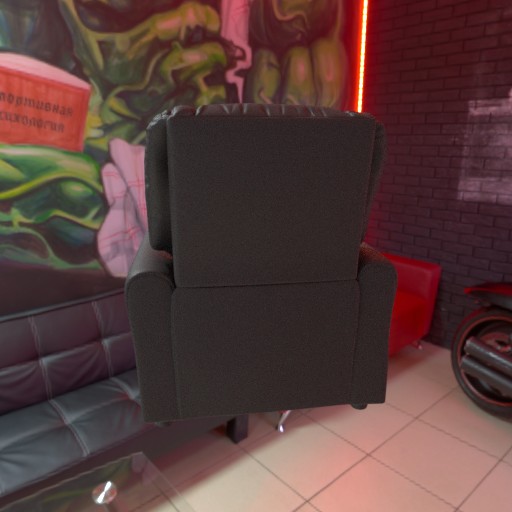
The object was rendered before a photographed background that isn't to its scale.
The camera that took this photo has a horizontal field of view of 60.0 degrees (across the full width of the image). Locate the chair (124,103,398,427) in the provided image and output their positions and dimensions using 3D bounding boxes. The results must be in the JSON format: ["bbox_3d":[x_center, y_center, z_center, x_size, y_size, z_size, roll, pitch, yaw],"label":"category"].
[{"bbox_3d":[0.000,0.000,1.132,0.610,0.709,0.521,-2,15,-8],"label":"chair"}]
